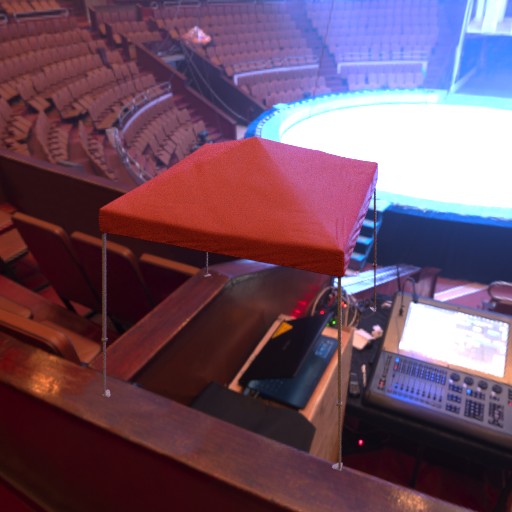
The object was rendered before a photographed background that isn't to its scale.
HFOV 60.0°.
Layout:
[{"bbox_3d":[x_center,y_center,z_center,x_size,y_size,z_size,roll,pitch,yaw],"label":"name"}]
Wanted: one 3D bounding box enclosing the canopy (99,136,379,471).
[{"bbox_3d":[0.000,0.000,6.683,3.599,3.600,3.600,10,32,17],"label":"canopy"}]
